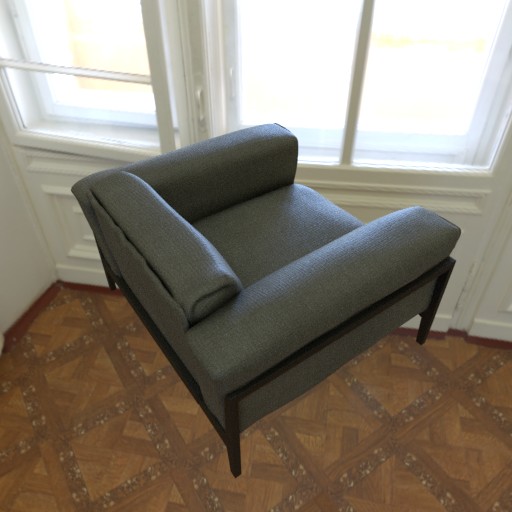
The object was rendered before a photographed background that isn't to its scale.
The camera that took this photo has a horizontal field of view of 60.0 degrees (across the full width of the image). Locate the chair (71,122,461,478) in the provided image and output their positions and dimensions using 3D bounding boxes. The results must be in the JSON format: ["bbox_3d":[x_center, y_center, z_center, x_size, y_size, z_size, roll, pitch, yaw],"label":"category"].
[{"bbox_3d":[0.000,0.000,1.673,0.969,0.646,1.056,-25,46,-26],"label":"chair"}]
